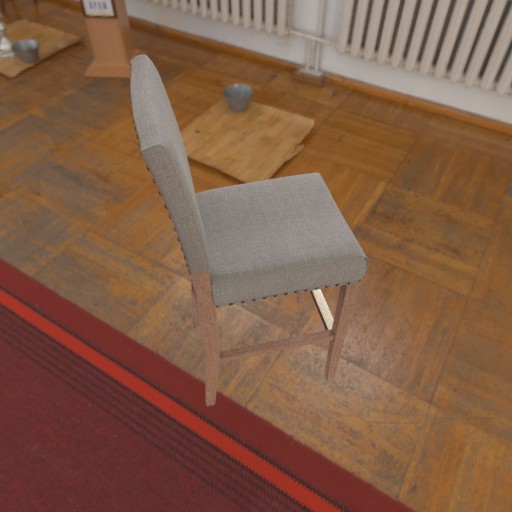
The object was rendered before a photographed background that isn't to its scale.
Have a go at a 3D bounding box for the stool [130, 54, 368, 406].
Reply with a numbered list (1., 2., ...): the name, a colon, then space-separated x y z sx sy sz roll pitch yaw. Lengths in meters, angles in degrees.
1. stool: 0.000 0.000 1.478 0.585 1.203 0.445 -10 48 -9
